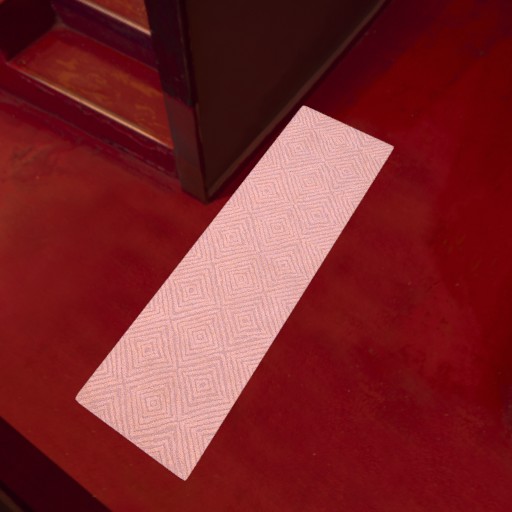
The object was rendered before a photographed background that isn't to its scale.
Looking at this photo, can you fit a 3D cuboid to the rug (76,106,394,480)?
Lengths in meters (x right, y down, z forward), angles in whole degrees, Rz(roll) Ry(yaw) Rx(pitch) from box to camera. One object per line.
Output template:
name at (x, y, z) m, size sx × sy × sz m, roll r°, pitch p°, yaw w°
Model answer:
rug at (0.000, 0.000, 2.521) m, size 0.676 × 0.008 × 2.277 m, roll 30°, pitch 68°, yaw 14°
